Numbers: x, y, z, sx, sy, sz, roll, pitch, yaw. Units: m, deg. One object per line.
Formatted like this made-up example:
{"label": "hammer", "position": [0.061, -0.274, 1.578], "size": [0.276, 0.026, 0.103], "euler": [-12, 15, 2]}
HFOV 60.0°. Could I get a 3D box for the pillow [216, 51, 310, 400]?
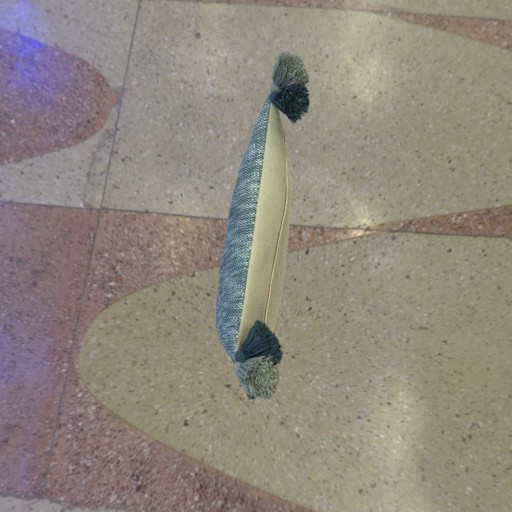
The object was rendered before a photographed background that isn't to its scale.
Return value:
{"label": "pillow", "position": [0.000, 0.000, 0.952], "size": [0.138, 0.634, 0.614], "euler": [7, 75, 2]}
